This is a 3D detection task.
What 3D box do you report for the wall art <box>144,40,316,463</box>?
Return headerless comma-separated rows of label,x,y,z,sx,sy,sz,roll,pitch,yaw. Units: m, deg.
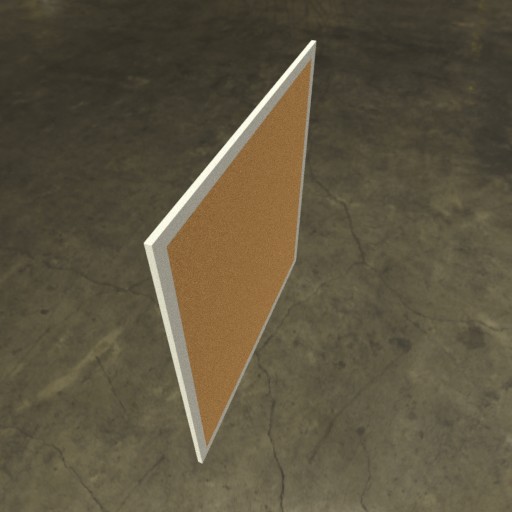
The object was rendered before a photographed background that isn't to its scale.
wall art,0.000,0.000,1.164,0.013,0.813,0.812,16,47,15
